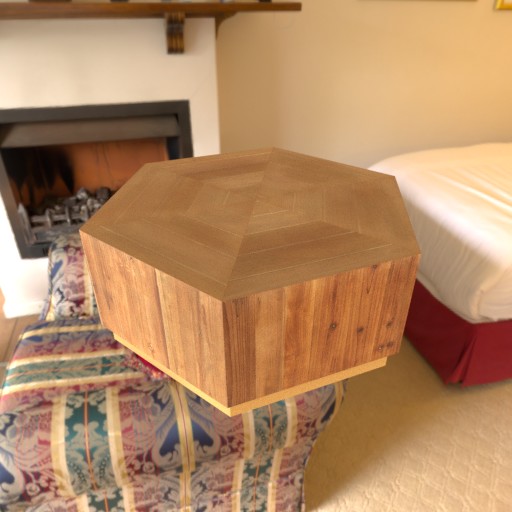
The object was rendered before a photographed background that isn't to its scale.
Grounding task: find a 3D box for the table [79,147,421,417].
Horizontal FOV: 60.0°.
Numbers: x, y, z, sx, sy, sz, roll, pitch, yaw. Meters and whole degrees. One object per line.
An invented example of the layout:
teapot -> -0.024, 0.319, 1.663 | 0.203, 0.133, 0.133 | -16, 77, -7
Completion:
table -> 0.000, 0.000, 1.641 | 1.154, 0.456, 1.000 | 22, 38, 31
